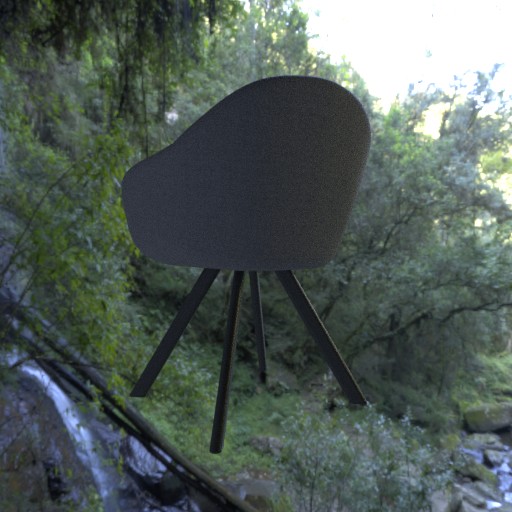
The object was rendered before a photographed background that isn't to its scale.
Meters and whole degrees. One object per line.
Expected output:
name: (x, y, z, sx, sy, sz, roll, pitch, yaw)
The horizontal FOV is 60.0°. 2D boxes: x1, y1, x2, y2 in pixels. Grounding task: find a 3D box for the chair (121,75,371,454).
chair: (0.000, 0.000, 1.184, 0.590, 0.795, 0.550, -1, 1, -37)
